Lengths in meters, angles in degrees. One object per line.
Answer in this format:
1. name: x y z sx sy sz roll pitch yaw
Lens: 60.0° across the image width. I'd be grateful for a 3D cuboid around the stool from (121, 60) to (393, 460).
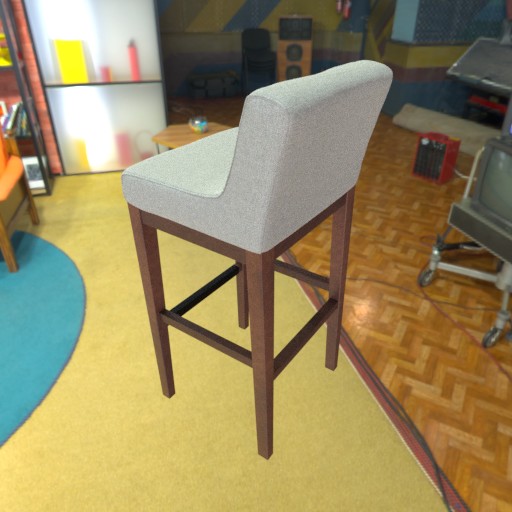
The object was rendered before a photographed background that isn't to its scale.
1. stool: 0.000 0.000 1.291 0.500 1.037 0.511 20 36 29
